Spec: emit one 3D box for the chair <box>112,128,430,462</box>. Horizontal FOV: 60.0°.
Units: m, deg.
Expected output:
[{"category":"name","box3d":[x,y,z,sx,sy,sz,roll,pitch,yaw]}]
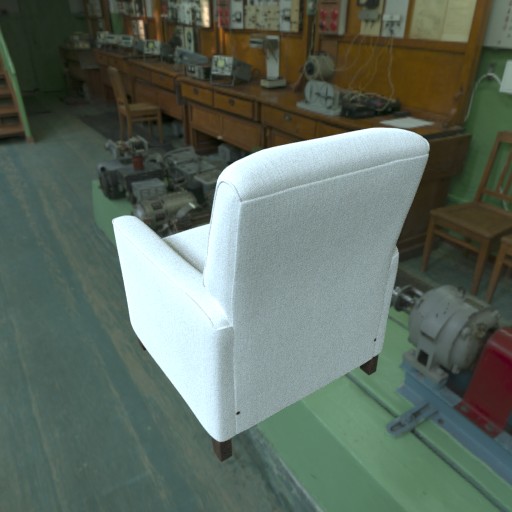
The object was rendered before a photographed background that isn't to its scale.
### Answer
[{"category":"chair","box3d":[0.000,0.000,1.654,0.841,1.028,0.858,-19,34,-30]}]
